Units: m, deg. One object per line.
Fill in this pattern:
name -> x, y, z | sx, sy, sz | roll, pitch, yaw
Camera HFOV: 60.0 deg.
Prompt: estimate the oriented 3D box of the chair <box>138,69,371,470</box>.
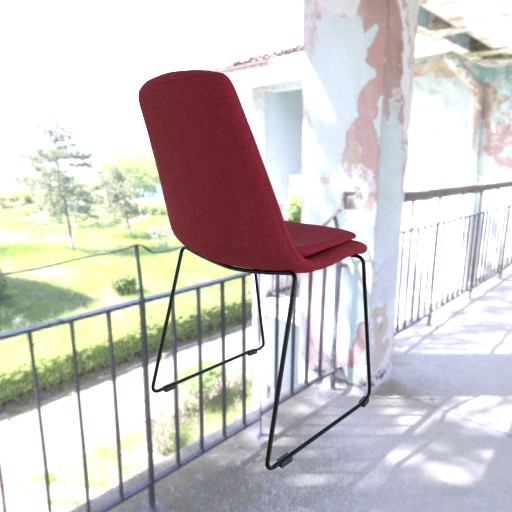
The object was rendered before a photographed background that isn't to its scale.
chair -> 0.000, 0.000, 1.178 | 0.479, 0.858, 0.518 | 13, 18, 44
